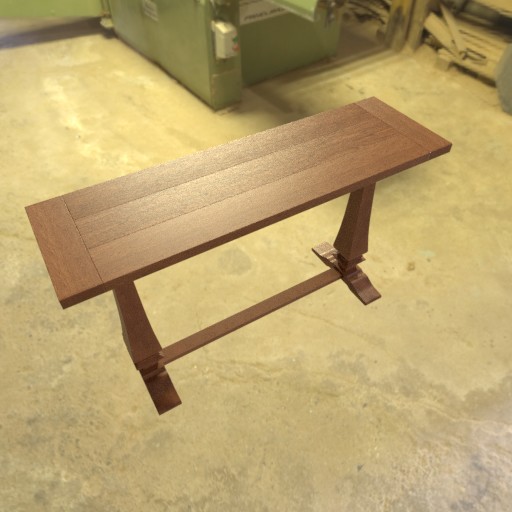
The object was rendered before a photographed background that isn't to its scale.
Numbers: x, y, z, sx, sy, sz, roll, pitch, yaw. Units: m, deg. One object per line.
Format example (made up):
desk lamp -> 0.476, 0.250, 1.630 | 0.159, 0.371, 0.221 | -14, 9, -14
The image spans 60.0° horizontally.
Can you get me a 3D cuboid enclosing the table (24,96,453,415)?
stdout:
table -> 0.000, 0.000, 1.868 | 1.478, 0.852, 0.461 | -23, 50, -21
